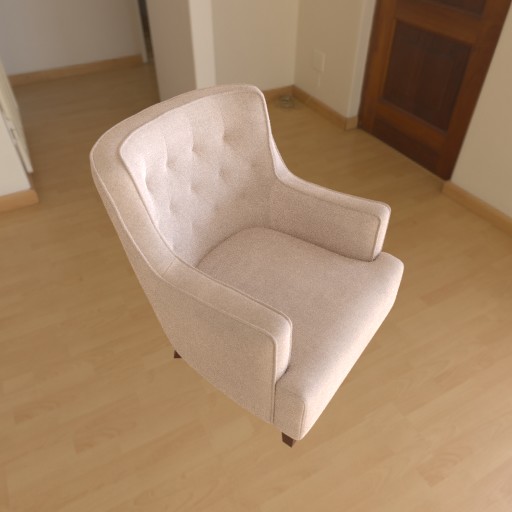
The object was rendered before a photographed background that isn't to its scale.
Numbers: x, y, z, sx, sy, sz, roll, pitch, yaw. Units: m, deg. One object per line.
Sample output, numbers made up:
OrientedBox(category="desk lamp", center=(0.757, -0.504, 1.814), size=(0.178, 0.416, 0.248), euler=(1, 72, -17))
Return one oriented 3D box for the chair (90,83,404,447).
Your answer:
OrientedBox(category="chair", center=(0.000, 0.000, 1.624), size=(0.910, 0.920, 0.781), euler=(26, 48, 26))
